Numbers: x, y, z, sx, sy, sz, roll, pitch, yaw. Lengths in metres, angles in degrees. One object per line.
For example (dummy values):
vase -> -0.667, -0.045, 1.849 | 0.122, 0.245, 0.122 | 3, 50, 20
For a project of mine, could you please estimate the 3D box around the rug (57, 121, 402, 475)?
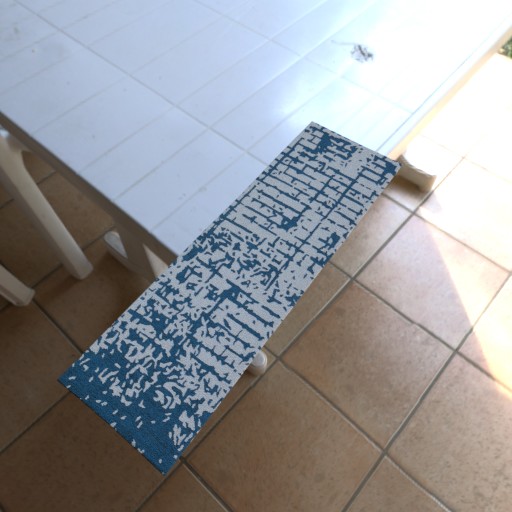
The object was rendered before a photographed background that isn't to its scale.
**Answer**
rug -> 0.000, 0.000, 2.687 | 0.750, 0.011, 2.435 | 32, 63, 19
